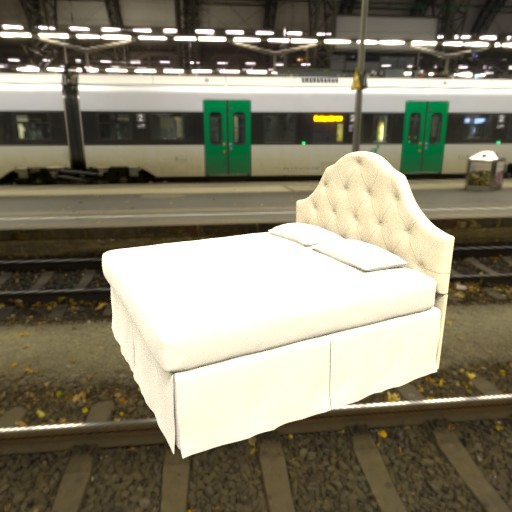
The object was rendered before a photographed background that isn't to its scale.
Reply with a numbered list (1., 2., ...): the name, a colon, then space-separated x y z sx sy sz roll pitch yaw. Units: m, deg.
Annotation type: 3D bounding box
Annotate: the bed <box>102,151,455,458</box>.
1. bed: 0.000 0.000 3.471 2.086 1.555 2.012 -8 18 -26
